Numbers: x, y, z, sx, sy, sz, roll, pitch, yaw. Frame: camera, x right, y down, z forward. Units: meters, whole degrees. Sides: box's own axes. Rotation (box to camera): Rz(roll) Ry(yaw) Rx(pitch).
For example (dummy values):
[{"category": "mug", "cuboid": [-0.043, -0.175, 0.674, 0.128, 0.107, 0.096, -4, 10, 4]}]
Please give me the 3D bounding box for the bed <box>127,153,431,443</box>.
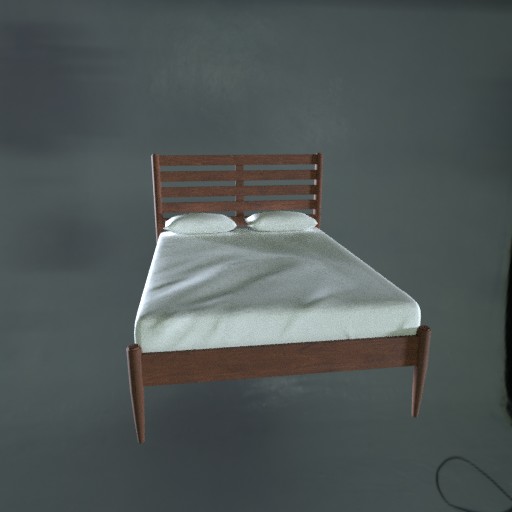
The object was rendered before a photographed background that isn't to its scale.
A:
[{"category": "bed", "cuboid": [0.000, 0.000, 3.087, 1.509, 1.304, 2.093, -2, 16, -8]}]
